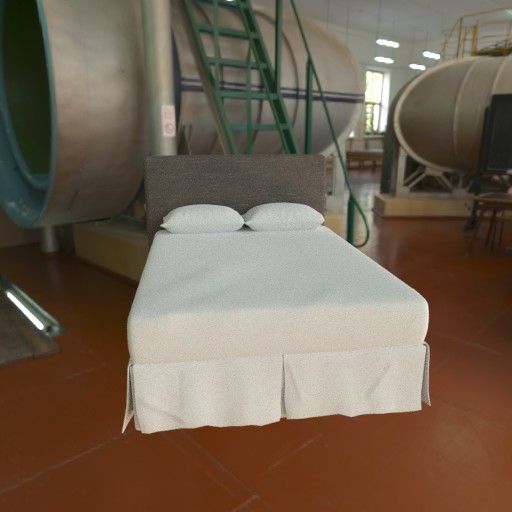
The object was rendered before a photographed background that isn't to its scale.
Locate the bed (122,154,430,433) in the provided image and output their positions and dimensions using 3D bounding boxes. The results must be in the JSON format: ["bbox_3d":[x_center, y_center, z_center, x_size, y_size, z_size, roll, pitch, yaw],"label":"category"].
[{"bbox_3d":[0.000,0.000,3.217,1.723,1.330,2.142,-2,16,-8],"label":"bed"}]
